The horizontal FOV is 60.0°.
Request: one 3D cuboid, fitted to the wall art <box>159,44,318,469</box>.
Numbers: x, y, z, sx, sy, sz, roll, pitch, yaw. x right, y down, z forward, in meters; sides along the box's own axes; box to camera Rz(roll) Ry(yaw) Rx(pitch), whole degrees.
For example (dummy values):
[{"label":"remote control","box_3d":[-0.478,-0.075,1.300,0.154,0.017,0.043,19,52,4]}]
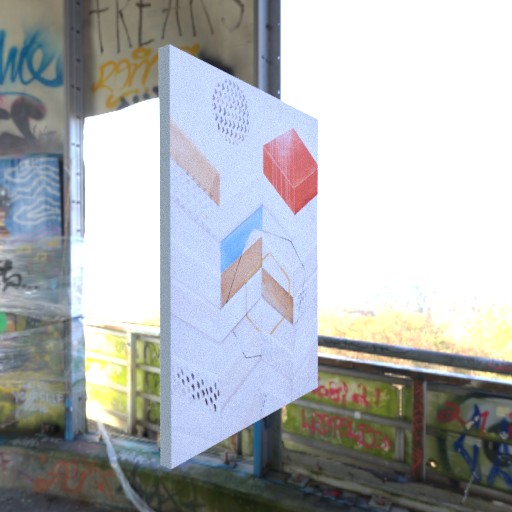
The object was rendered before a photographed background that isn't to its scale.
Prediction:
[{"label":"wall art","box_3d":[0.000,0.000,1.655,0.046,1.221,0.914,1,2,35]}]
